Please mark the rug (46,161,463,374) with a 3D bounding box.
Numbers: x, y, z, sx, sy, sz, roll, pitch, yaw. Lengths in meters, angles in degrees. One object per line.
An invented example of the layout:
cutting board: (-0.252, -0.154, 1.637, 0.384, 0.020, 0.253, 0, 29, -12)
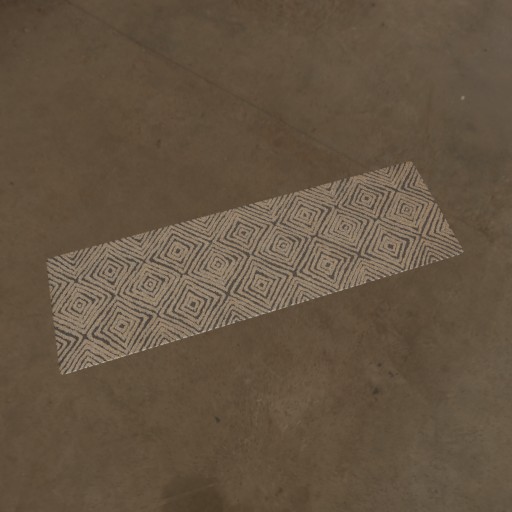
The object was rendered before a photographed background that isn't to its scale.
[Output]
rug: (0.000, 0.000, 2.517, 2.277, 0.008, 0.676, -16, 65, -8)
